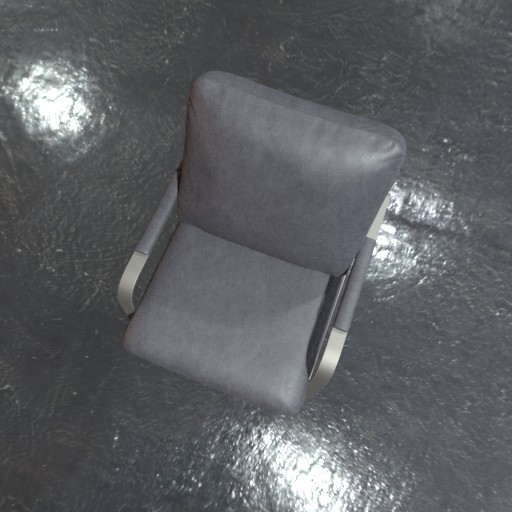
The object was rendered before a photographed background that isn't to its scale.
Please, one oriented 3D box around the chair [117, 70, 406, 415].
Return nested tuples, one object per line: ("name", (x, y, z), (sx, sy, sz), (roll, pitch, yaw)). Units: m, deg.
("chair", (0.000, 0.000, 1.470), (0.692, 0.839, 0.878), (21, 76, 5))
